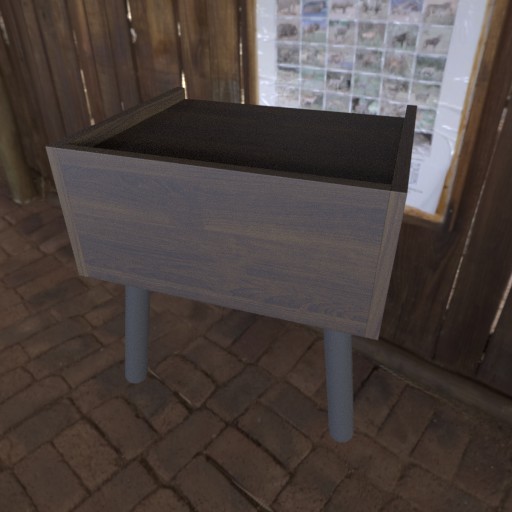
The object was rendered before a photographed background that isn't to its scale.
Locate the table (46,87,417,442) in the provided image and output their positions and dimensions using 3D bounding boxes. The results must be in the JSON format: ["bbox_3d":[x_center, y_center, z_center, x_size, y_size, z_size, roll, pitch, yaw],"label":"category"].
[{"bbox_3d":[0.000,0.000,0.787,0.450,0.470,0.370,10,34,15],"label":"table"}]
